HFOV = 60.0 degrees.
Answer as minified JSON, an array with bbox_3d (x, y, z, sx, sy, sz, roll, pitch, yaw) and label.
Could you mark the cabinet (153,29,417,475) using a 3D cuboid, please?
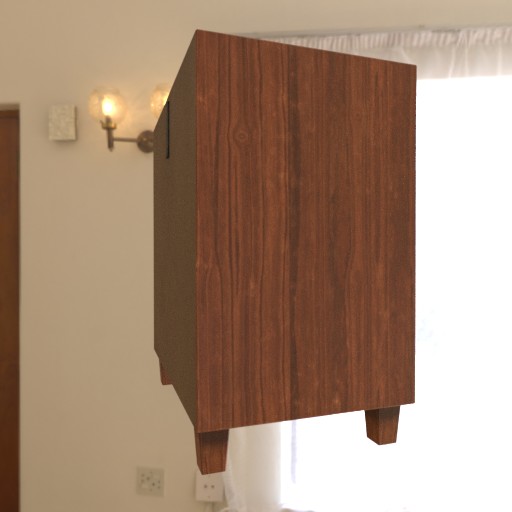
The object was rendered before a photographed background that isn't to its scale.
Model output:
[{"bbox_3d":[0.000,0.000,1.024,0.410,0.695,0.607,0,1,-19],"label":"cabinet"}]
